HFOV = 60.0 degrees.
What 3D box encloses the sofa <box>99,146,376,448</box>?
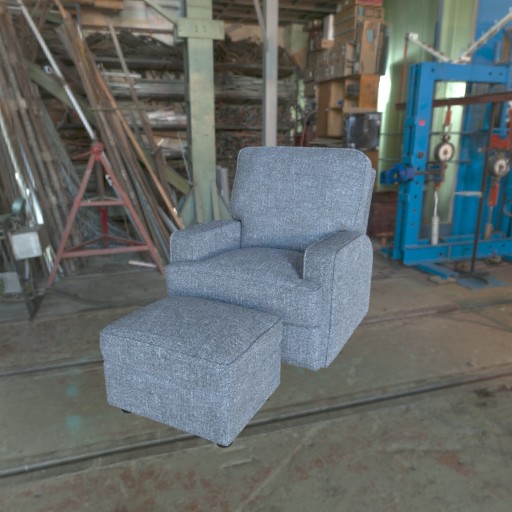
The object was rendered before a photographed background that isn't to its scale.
[{"bbox_3d":[0.000,0.000,2.059,0.861,0.959,1.472,8,17,26],"label":"sofa"}]
